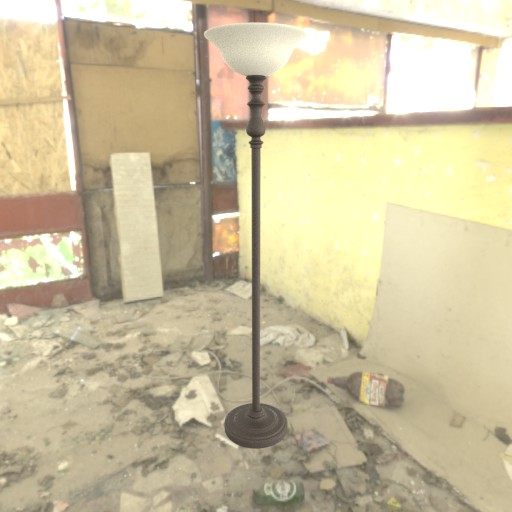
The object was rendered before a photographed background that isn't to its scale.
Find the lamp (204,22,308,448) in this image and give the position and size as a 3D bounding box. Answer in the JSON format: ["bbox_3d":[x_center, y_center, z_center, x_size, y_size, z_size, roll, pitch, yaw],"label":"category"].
[{"bbox_3d":[0.000,0.000,1.976,0.405,1.797,0.405,-3,16,-10],"label":"lamp"}]
